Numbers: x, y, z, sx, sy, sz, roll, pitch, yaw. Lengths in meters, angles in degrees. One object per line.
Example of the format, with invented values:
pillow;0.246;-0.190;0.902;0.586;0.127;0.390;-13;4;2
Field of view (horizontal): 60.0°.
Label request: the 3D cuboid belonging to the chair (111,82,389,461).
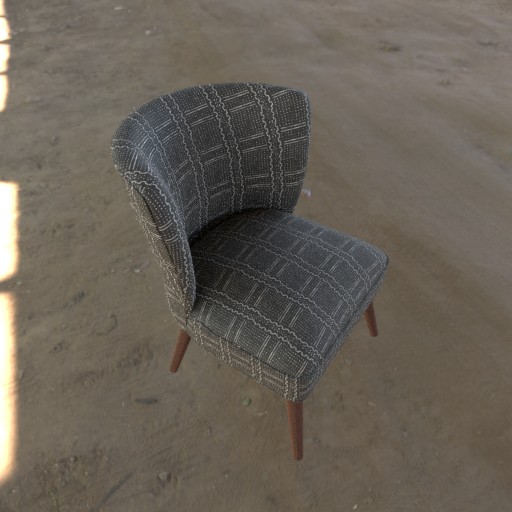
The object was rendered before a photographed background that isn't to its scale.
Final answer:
chair;0.000;0.000;1.421;0.758;0.866;0.710;25;47;25
